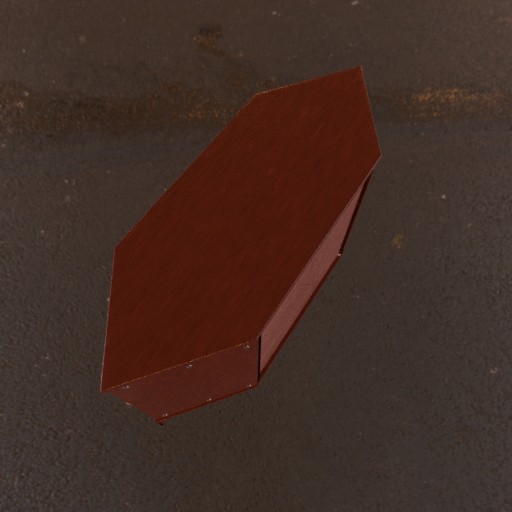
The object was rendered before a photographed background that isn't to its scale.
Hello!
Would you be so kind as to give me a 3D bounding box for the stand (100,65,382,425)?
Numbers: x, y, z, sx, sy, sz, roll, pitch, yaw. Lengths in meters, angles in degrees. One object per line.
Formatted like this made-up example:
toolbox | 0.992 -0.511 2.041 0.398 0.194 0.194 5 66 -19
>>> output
stand | 0.000 0.000 1.319 0.381 0.614 1.072 31 67 14
